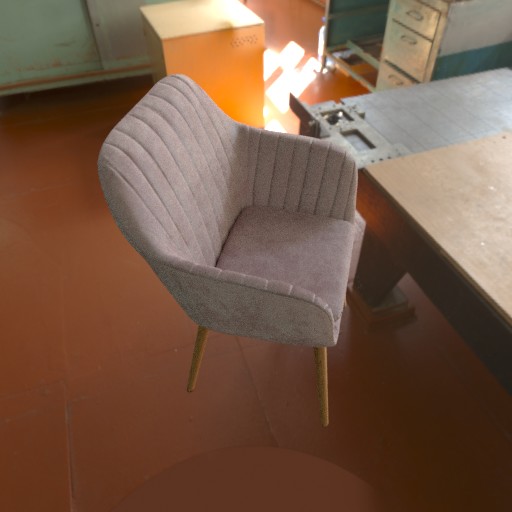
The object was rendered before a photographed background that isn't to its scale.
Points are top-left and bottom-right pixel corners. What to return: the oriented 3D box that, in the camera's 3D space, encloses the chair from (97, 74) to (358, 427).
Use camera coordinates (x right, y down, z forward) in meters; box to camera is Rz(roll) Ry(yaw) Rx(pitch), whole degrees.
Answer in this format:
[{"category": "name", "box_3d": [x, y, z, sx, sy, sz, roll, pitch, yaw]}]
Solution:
[{"category": "chair", "box_3d": [0.000, 0.000, 1.239, 0.570, 0.832, 0.610, 10, 46, 10]}]
